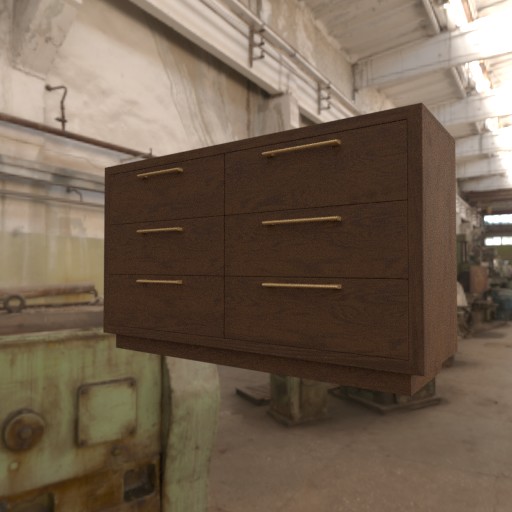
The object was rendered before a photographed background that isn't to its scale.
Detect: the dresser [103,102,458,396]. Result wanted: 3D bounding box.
[{"bbox_3d":[0.000,0.000,1.931,1.523,0.889,0.512,-1,-2,35],"label":"dresser"}]
